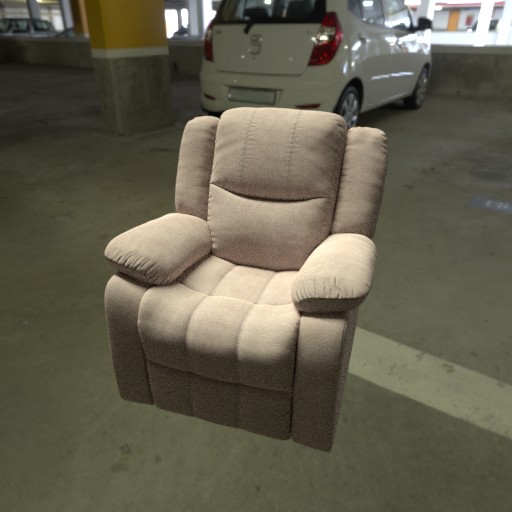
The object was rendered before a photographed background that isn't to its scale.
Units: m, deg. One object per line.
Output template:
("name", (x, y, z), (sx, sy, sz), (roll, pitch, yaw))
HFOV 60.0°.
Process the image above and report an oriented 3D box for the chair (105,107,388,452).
("chair", (0.000, 0.000, 1.721), (0.899, 1.008, 0.944), (8, 29, 16))
